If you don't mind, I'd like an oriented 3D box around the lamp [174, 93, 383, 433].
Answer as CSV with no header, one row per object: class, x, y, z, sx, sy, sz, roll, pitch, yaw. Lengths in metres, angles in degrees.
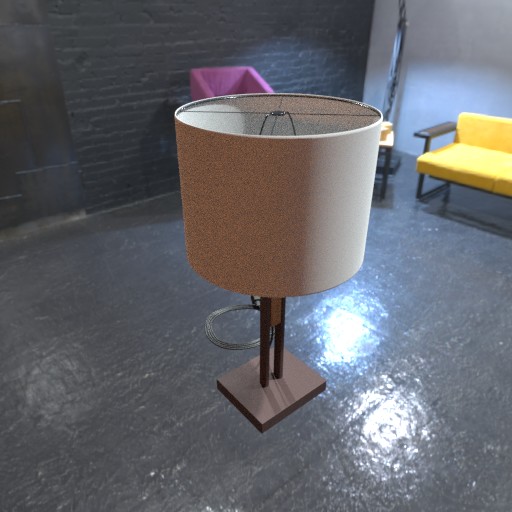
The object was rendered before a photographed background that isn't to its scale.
lamp,0.000,0.000,1.002,0.396,0.668,0.525,-22,36,-33
